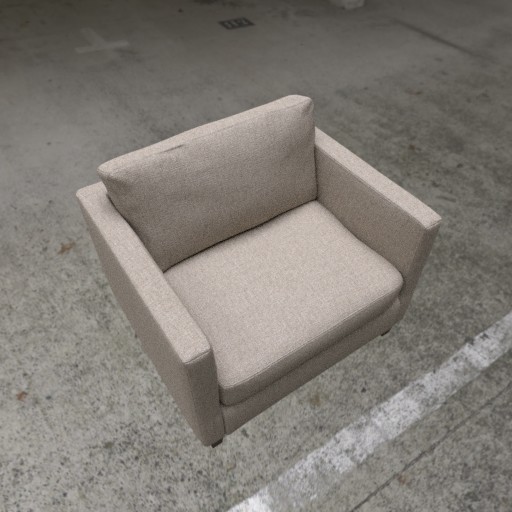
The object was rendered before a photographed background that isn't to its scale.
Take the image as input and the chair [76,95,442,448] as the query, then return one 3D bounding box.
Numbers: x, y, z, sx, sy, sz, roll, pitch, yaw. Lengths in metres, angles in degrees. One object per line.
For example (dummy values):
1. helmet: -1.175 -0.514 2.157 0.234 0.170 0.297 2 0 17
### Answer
1. chair: 0.000 0.000 1.876 1.107 0.961 0.959 -26 53 -22
